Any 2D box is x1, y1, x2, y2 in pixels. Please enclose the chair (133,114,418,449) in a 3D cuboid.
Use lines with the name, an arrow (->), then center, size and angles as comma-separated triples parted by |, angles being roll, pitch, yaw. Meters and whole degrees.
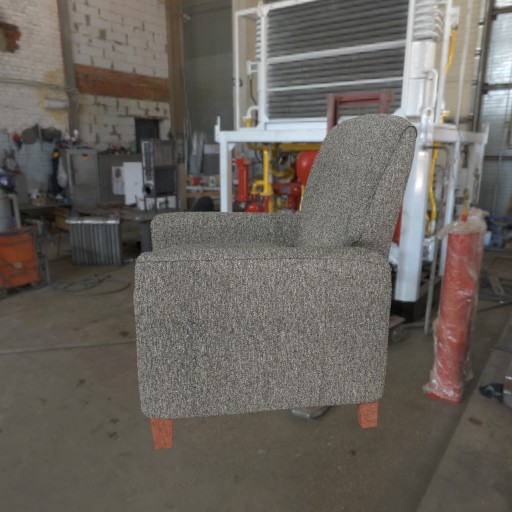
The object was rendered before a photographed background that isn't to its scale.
chair -> 0.000, 0.000, 1.650 | 0.864, 1.014, 0.848 | -2, 14, -9
